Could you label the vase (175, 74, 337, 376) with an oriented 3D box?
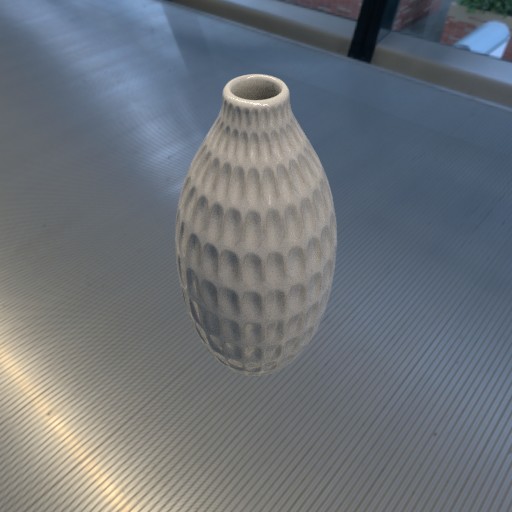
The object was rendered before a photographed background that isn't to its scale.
[{"bbox_3d":[0.000,0.000,0.357,0.127,0.282,0.127,0,46,0],"label":"vase"}]
